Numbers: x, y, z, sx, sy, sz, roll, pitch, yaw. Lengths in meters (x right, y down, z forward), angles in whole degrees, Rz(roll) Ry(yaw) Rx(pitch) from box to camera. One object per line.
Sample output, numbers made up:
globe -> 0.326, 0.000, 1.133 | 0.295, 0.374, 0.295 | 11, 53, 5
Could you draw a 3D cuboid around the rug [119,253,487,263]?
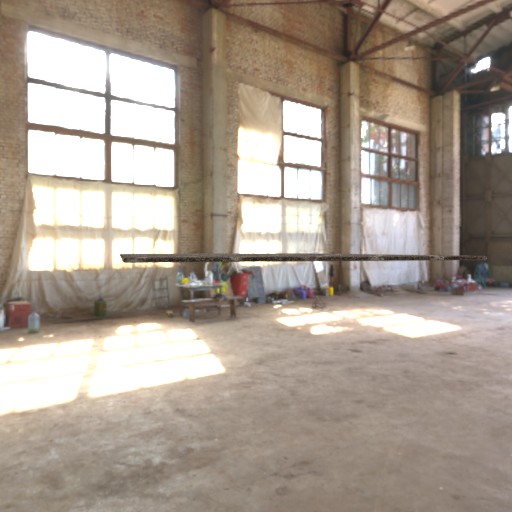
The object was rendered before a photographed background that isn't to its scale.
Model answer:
rug -> 0.000, 0.000, 4.165 | 2.438, 0.029, 3.047 | 0, 1, -17
